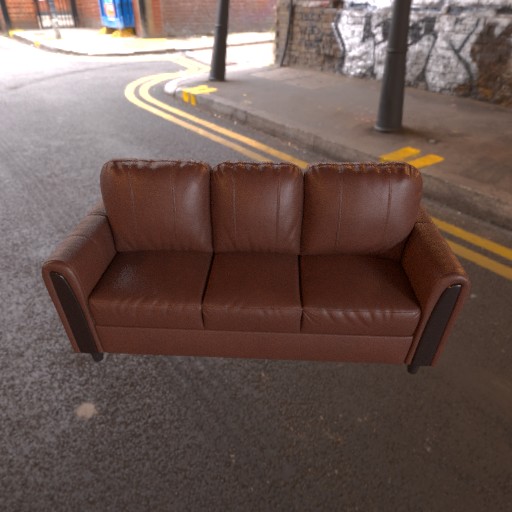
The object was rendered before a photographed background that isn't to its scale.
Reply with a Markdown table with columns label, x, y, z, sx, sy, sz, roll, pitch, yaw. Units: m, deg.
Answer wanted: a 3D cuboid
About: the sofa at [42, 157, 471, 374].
| label | x | y | z | sx | sy | sz | roll | pitch | yaw |
| --- | --- | --- | --- | --- | --- | --- | --- | --- | --- |
| sofa | 0.000 | 0.000 | 2.288 | 1.862 | 0.915 | 0.802 | 2 | 31 | 3 |
